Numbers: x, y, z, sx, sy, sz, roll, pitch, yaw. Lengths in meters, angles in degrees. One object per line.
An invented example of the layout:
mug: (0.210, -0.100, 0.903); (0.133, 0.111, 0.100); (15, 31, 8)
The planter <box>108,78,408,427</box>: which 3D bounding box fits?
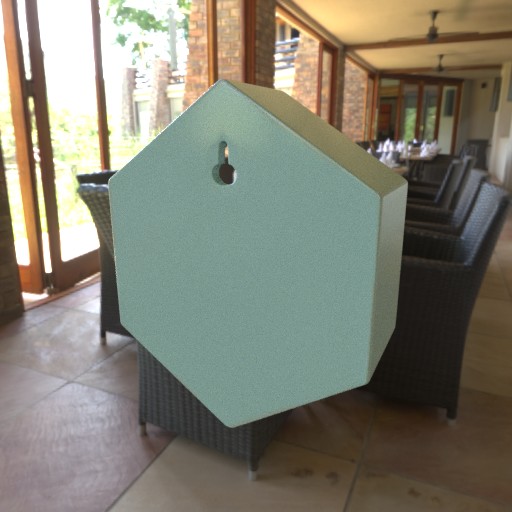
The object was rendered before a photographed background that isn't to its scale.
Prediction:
planter: (0.000, 0.000, 0.286); (0.169, 0.207, 0.078); (7, 17, 26)
